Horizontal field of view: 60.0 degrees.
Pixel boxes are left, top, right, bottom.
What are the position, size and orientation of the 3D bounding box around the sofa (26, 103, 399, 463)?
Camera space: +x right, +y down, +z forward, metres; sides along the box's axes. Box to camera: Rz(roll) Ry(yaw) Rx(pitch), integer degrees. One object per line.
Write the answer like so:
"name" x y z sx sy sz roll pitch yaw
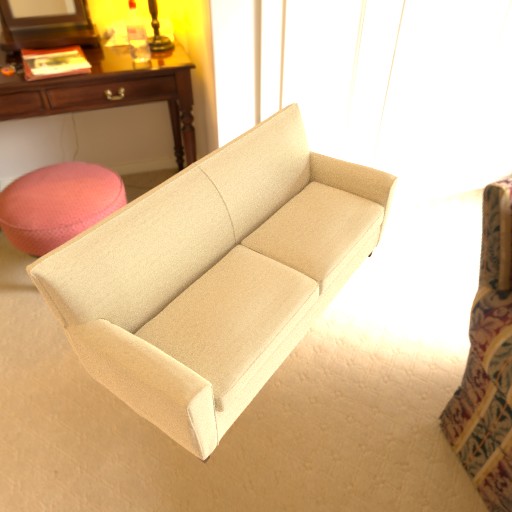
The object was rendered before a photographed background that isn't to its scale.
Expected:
"sofa" 0.000 0.000 2.470 0.841 0.907 2.001 26 48 26
